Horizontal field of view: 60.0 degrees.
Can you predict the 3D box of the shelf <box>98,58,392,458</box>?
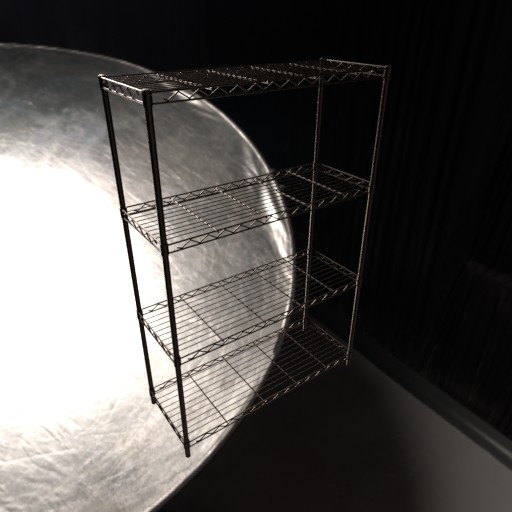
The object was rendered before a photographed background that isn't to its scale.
[{"bbox_3d":[0.000,0.000,1.746,0.907,1.361,0.352,-19,34,-30],"label":"shelf"}]
